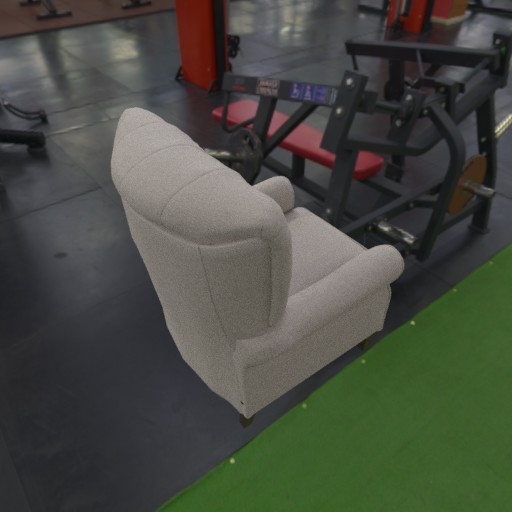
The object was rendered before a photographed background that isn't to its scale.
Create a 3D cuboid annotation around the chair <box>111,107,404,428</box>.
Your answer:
[{"bbox_3d":[0.000,0.000,1.923,1.025,1.209,0.942,-25,46,-27],"label":"chair"}]
